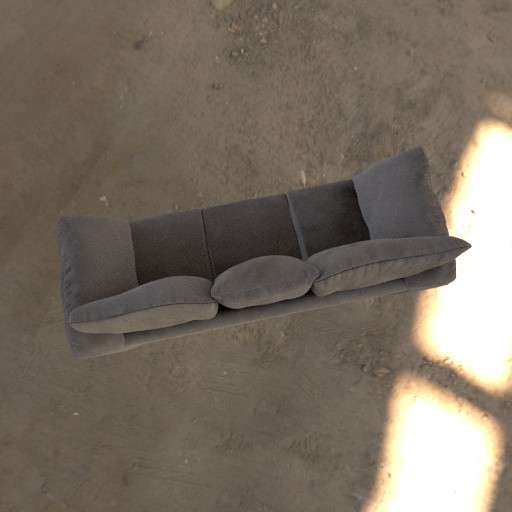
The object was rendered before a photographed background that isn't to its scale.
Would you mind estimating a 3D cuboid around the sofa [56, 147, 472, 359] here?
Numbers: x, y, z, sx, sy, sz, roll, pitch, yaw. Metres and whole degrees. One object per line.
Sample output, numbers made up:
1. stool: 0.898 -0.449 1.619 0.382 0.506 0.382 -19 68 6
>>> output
1. sofa: 0.000 0.000 2.845 2.336 1.073 0.878 -11 77 -3
